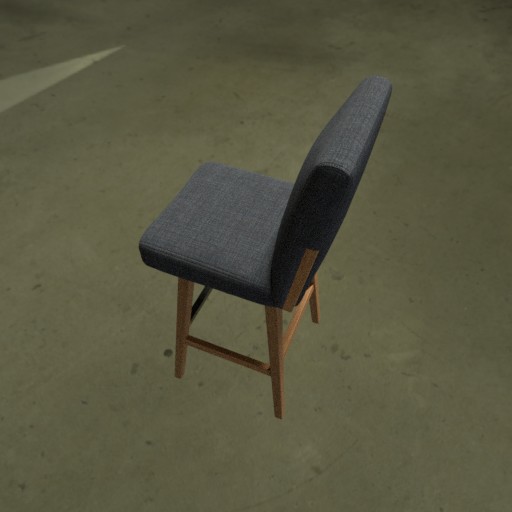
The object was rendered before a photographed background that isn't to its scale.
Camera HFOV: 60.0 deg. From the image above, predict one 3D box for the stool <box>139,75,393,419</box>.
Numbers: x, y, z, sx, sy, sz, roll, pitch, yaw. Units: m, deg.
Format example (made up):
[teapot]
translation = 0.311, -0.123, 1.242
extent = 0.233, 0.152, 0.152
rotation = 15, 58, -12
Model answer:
[stool]
translation = 0.000, 0.000, 1.417
extent = 0.570, 1.112, 0.483
rotation = 17, 49, 15
